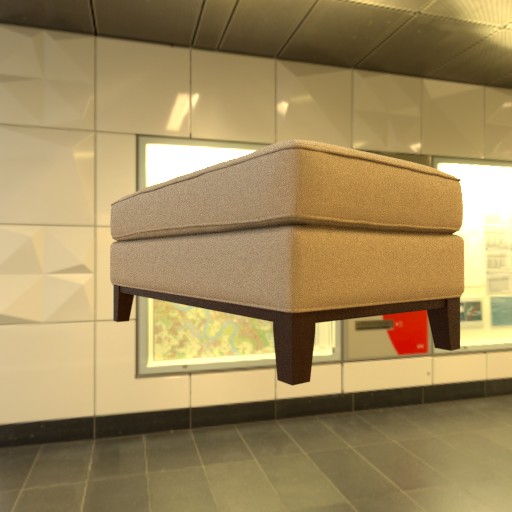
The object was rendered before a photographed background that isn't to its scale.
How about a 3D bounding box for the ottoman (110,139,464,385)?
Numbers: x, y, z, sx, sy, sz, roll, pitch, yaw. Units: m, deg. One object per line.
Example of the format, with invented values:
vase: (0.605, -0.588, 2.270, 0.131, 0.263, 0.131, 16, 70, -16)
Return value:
ottoman: (0.000, 0.000, 1.476, 0.648, 0.508, 1.143, 0, 0, -36)
